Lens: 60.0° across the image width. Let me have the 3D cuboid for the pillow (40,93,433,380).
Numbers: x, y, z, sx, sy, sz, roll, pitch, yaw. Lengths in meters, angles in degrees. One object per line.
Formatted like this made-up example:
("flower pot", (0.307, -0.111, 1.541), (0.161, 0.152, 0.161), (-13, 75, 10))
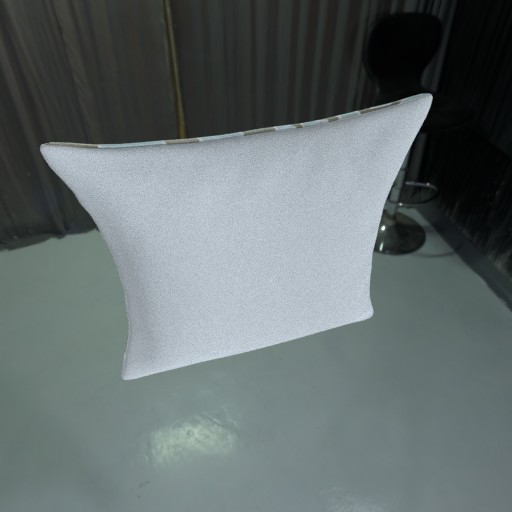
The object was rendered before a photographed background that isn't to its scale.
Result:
("pillow", (0.000, 0.000, 0.767), (0.552, 0.508, 0.166), (-12, 43, -13))
